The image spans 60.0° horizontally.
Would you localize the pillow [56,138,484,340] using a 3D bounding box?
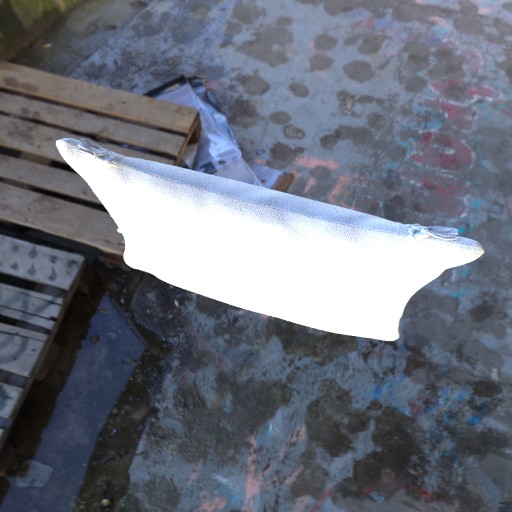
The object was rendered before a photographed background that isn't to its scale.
[{"bbox_3d":[0.000,0.000,0.590,0.466,0.305,0.084,15,64,8],"label":"pillow"}]
